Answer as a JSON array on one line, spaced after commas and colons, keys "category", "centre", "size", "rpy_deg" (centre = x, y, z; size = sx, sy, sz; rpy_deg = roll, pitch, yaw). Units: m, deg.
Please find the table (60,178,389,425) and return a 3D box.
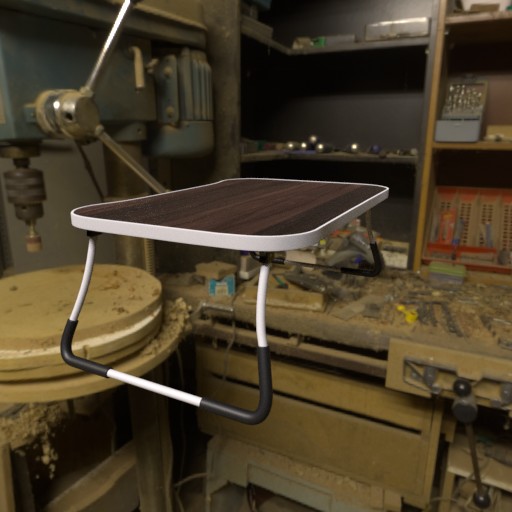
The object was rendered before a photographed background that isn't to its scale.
[{"category": "table", "centre": [0.000, 0.000, 0.865], "size": [0.400, 0.232, 0.660], "rpy_deg": [8, 18, 26]}]
